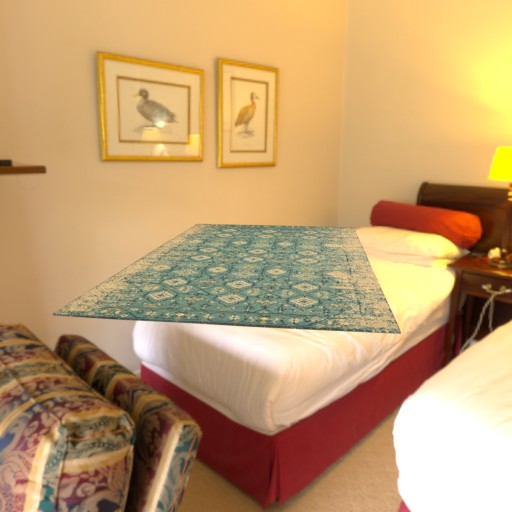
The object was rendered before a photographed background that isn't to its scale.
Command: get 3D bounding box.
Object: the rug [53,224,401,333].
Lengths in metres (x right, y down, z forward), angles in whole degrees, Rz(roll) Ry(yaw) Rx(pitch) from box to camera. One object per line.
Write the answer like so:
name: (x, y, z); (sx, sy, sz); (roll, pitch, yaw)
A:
rug: (0.000, 0.000, 2.226); (1.102, 0.008, 1.795); (2, 14, 8)
